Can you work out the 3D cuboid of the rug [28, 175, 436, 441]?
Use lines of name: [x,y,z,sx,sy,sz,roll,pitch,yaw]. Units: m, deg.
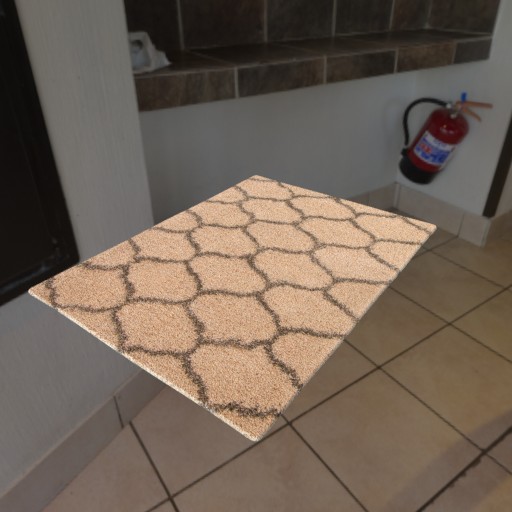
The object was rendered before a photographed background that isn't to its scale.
rug: [0.000,0.000,2.097,1.200,0.025,1.600,21,38,30]
